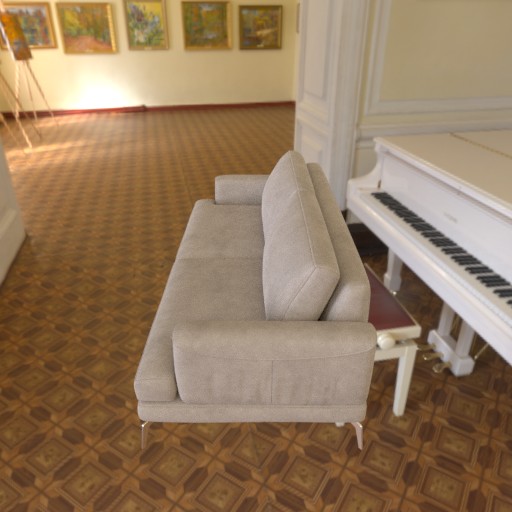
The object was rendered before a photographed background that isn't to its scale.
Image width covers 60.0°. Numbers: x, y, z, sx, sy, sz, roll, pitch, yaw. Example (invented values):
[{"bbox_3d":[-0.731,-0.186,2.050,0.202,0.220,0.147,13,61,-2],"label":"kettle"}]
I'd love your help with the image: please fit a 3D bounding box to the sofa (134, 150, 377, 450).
[{"bbox_3d":[0.000,0.000,2.592,0.980,0.830,2.013,0,28,0],"label":"sofa"}]
